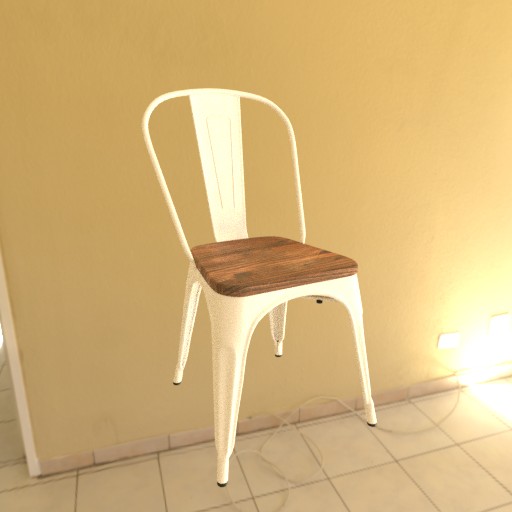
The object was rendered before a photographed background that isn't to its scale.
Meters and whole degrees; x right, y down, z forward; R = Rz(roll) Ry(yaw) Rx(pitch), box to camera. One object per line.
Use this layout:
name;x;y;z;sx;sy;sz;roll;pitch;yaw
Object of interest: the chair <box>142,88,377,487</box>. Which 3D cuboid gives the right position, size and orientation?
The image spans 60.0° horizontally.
chair;0.000;0.000;1.158;0.452;0.851;0.521;-9;19;-27
